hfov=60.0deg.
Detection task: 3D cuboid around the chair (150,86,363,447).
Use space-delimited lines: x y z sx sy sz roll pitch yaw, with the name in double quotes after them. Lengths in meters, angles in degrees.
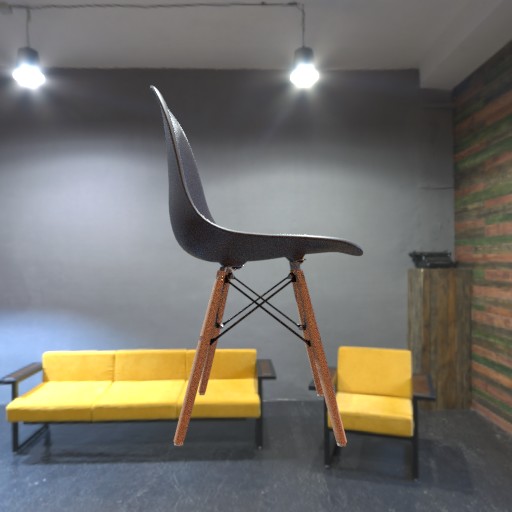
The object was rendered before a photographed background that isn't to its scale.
0.000 0.000 1.148 0.533 0.826 0.470 0 -1 1 "chair"
